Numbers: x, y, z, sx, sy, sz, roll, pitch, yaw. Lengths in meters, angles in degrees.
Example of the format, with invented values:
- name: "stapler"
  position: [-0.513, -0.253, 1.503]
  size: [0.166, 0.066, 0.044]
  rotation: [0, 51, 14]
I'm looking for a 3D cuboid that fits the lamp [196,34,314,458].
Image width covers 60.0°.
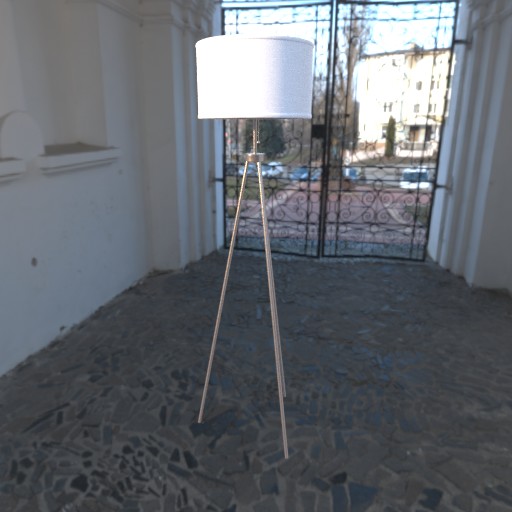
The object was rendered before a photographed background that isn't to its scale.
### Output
- name: "lamp"
  position: [0.000, 0.000, 1.786]
  size: [0.448, 1.545, 0.458]
  rotation: [8, 18, 25]
